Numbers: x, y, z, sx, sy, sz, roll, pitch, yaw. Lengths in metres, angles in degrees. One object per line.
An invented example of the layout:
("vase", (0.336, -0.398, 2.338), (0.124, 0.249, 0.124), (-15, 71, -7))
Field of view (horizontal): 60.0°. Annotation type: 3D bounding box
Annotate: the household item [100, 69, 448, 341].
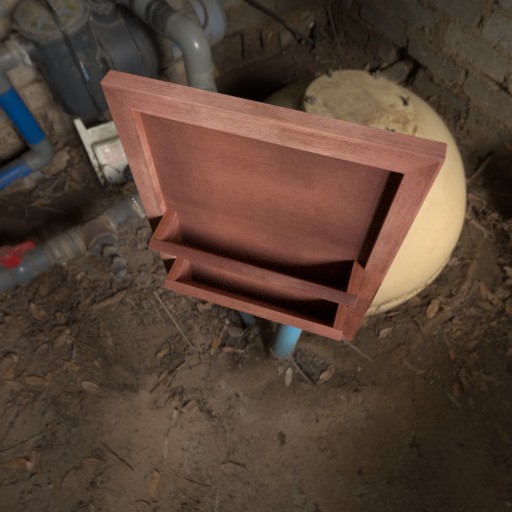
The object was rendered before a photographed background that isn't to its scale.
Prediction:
("household item", (0.000, 0.000, 0.545), (0.310, 0.407, 0.067), (16, 60, 9))
